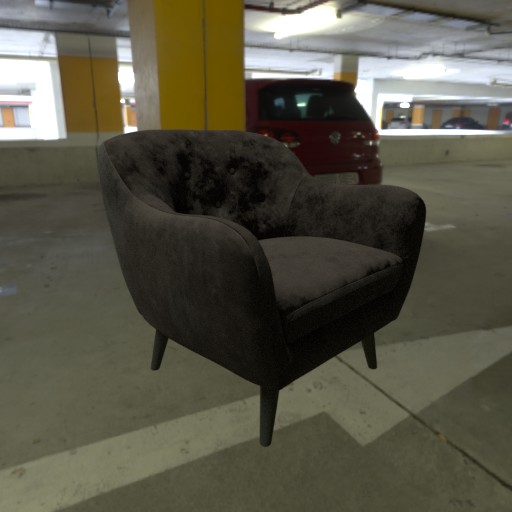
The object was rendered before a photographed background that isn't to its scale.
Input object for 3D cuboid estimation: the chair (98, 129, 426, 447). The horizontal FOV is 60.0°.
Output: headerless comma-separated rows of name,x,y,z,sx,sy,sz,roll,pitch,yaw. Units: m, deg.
chair,0.000,0.000,1.480,0.819,0.807,0.840,16,23,43
